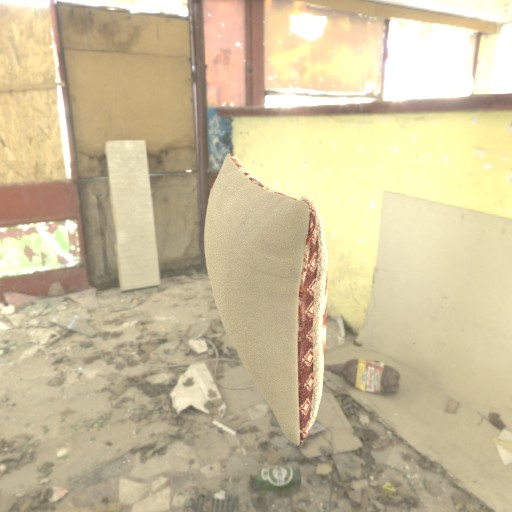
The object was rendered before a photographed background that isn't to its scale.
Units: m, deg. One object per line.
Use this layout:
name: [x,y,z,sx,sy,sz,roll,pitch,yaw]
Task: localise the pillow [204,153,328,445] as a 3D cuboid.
pillow: [0.000,0.000,0.739,0.161,0.295,0.608,-3,17,-10]
